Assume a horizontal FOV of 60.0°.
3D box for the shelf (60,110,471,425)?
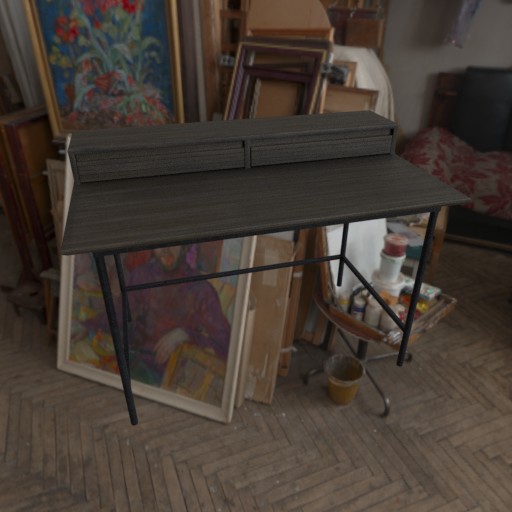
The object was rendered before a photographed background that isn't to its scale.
[{"bbox_3d":[0.000,0.000,1.696,1.212,0.865,0.685,-8,32,-13],"label":"shelf"}]
